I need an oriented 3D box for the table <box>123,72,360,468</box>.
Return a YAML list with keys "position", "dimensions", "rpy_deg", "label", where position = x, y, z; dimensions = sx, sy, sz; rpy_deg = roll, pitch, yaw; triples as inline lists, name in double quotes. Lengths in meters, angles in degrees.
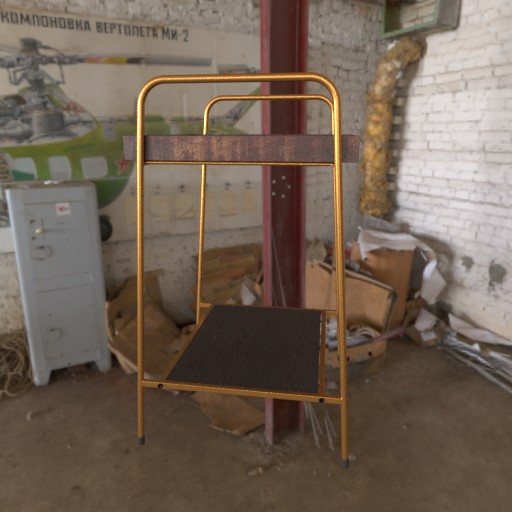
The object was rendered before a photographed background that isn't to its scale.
- position: [0.000, 0.000, 0.990]
  dimensions: [0.430, 0.710, 0.430]
  rpy_deg: [2, 16, 9]
  label: "table"
